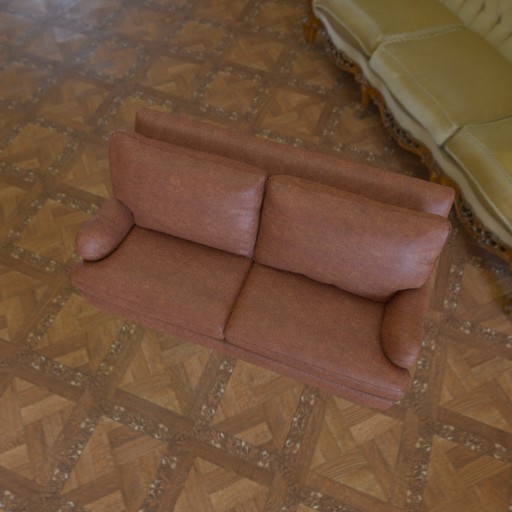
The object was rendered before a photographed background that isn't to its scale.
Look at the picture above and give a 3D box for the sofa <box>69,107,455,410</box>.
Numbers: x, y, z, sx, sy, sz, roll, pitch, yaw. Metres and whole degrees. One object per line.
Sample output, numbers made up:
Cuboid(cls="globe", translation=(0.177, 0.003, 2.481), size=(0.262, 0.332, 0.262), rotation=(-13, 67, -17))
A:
Cuboid(cls="sofa", translation=(0.000, 0.000, 2.829), size=(2.144, 1.071, 1.147), rotation=(17, 60, 10))
